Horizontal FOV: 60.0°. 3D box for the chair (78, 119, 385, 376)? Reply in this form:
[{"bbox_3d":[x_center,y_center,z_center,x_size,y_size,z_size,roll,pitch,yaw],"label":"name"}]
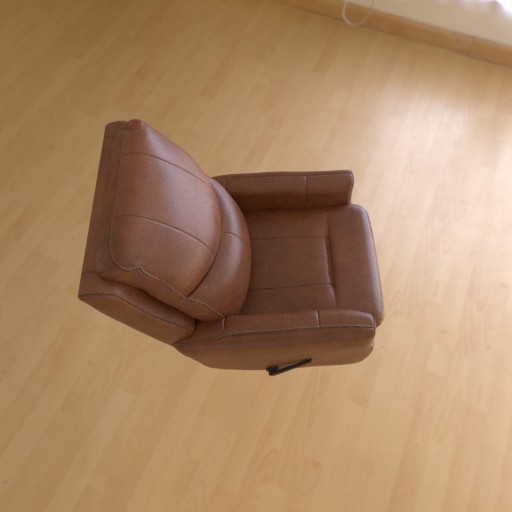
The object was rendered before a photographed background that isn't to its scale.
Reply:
[{"bbox_3d":[0.000,0.000,1.807,1.072,1.016,0.821,-1,64,-1],"label":"chair"}]
